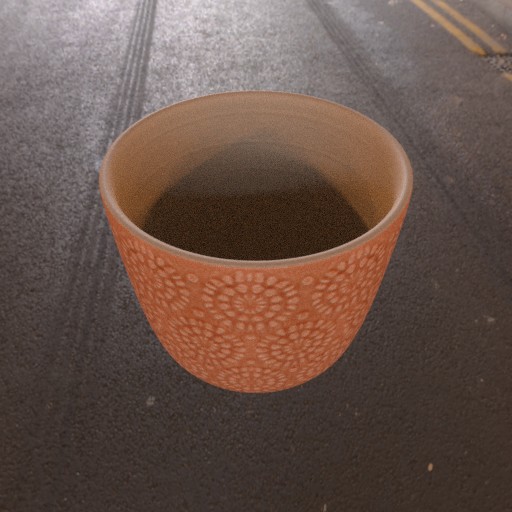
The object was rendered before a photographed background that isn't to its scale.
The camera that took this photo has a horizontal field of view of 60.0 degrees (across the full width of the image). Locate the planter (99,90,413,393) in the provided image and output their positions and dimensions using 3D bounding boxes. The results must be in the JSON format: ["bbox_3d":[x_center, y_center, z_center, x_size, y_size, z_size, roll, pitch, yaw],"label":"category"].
[{"bbox_3d":[0.000,0.000,0.367,0.208,0.190,0.208,0,45,0],"label":"planter"}]
